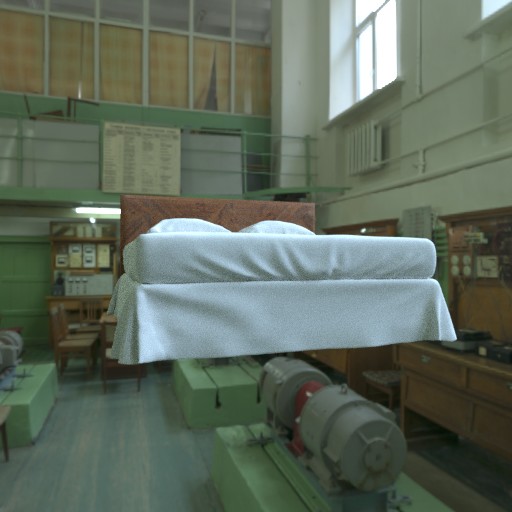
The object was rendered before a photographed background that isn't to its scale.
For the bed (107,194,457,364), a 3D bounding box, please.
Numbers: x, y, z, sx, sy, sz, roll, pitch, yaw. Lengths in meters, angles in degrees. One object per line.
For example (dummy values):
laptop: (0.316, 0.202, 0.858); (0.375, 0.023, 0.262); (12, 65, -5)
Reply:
bed: (0.000, 0.000, 3.525); (2.255, 1.158, 2.165); (0, 0, -18)
